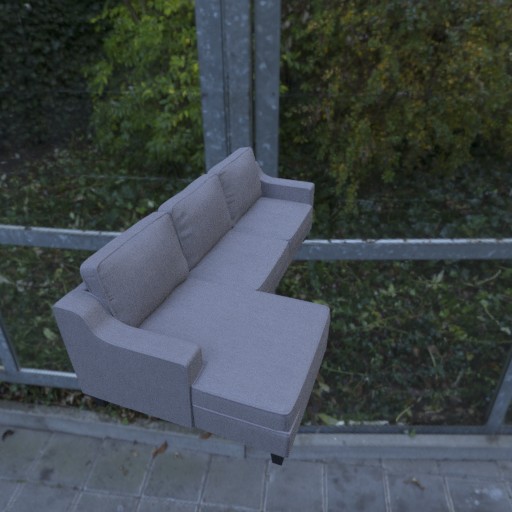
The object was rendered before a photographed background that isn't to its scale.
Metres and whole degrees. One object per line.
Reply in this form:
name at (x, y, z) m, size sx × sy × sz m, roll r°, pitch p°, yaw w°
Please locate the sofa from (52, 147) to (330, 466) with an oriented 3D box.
sofa at (0.000, 0.000, 3.229) m, size 1.294 × 0.928 × 2.561 m, roll 11°, pitch 32°, yaw 17°
